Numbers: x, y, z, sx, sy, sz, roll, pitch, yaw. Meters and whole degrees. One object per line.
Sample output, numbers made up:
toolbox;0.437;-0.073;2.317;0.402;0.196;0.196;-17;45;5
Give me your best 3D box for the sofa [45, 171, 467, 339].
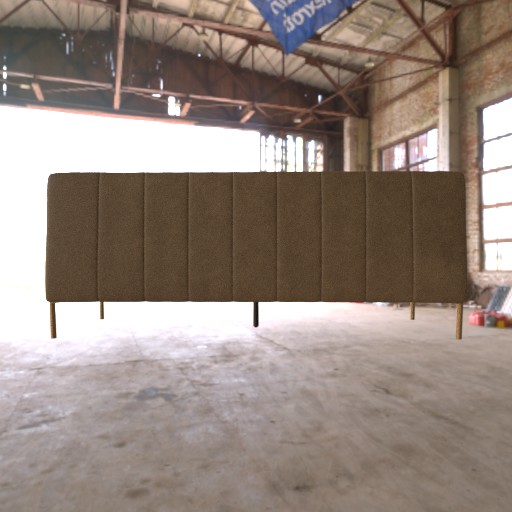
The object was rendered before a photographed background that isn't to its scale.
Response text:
sofa;0.000;0.000;2.425;1.980;0.779;0.876;0;-1;1
